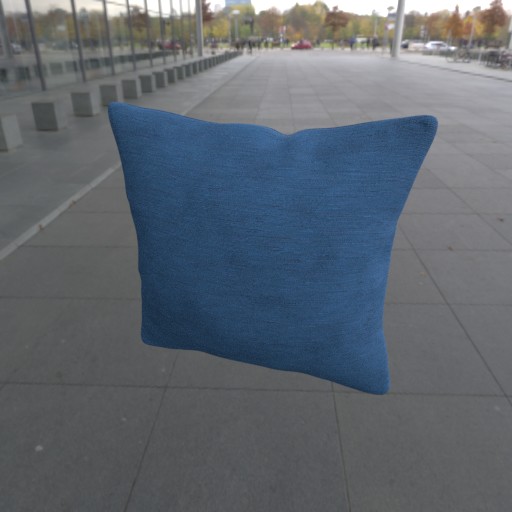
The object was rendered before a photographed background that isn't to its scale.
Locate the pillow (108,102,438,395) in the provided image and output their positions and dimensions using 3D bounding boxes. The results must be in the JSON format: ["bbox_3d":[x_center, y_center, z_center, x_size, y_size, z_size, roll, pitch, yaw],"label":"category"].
[{"bbox_3d":[0.000,0.000,0.654,0.437,0.420,0.177,8,27,16],"label":"pillow"}]
